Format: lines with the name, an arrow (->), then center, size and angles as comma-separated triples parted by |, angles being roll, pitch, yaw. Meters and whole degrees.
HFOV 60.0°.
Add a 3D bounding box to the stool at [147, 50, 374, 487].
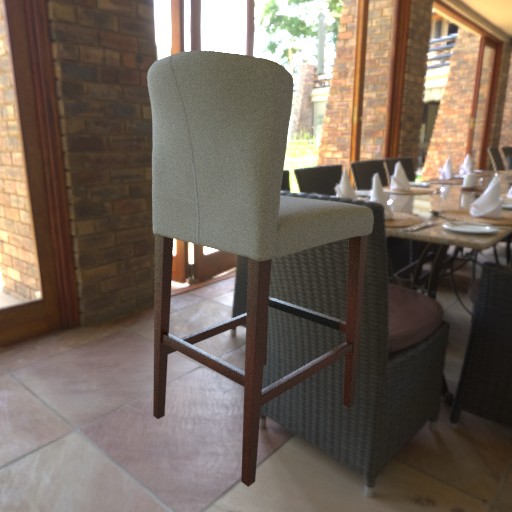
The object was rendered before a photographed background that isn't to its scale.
stool -> 0.000, 0.000, 1.344 | 0.479, 1.069, 0.568 | 14, 20, 42
